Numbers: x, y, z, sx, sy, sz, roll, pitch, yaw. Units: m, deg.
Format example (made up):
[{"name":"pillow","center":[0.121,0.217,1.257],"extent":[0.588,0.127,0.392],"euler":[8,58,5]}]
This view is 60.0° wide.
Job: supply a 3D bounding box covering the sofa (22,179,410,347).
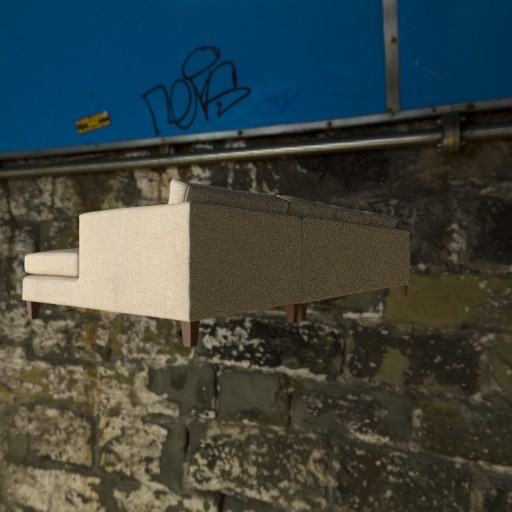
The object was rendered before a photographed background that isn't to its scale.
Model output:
[{"name":"sofa","center":[0.000,0.000,3.808],"extent":[1.625,0.846,3.186],"euler":[0,0,37]}]
